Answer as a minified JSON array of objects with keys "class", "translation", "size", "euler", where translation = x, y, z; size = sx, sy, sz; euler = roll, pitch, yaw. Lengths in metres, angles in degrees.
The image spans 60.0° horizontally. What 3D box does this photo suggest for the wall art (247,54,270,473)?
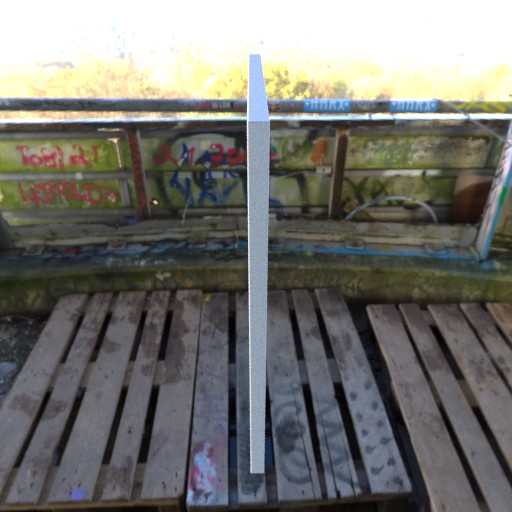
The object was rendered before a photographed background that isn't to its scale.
[{"class":"wall art","translation":[0.000,0.000,1.608],"size":[0.046,1.221,0.914],"euler":[0,32,-1]}]
